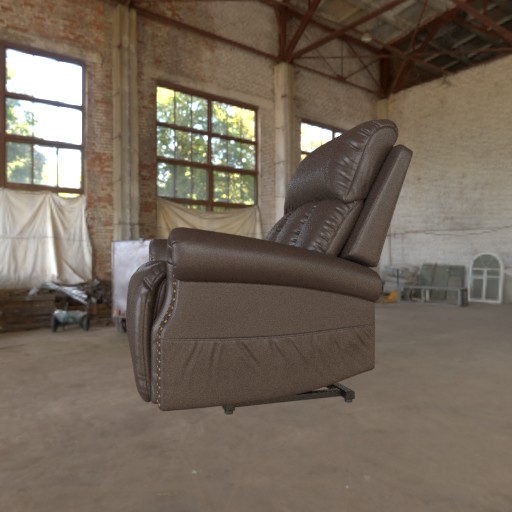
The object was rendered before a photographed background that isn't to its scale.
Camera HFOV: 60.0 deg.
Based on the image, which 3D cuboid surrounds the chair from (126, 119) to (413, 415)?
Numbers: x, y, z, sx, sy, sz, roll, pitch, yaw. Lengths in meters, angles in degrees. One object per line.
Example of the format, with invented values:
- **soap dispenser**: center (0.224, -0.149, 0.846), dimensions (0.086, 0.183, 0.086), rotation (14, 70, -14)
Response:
- **chair**: center (0.000, 0.000, 1.751), dimensions (0.978, 1.028, 0.869), rotation (0, 0, -18)
